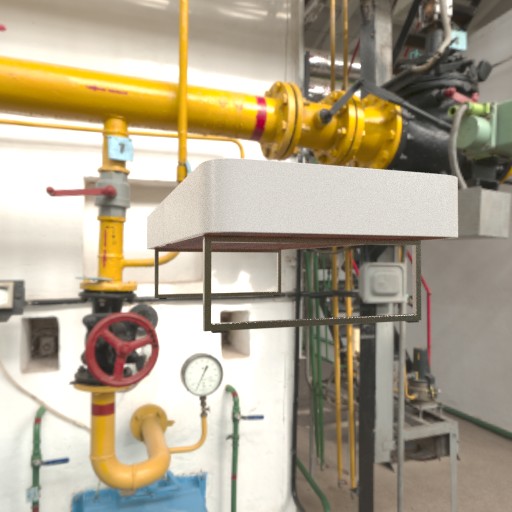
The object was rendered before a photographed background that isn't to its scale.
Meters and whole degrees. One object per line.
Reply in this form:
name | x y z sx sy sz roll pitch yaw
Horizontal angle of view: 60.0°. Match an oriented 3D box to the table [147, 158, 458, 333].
table | 0.000 0.000 1.455 0.600 0.340 1.200 0 -1 -19
